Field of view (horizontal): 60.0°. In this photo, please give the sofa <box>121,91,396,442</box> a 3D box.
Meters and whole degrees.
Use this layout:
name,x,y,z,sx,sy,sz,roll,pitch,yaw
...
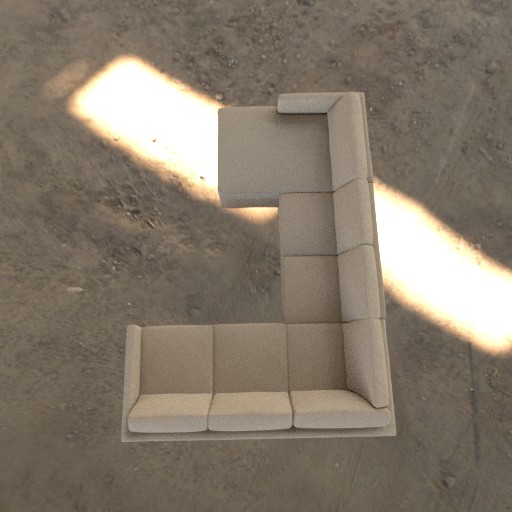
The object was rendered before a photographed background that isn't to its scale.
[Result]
name,x,y,z,sx,sy,sz,roll,pitch,yaw
sofa,0.000,0.000,4.562,2.476,0.878,3.528,-1,75,0
